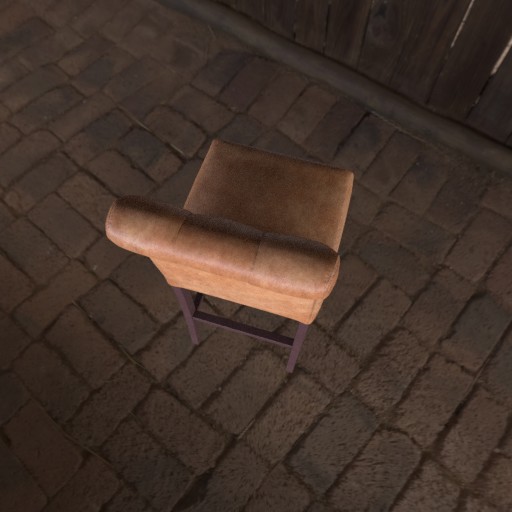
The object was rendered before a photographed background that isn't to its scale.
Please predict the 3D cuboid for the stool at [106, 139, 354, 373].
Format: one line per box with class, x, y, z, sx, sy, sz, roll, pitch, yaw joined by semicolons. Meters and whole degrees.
stool;0.000;0.000;1.447;0.493;1.140;0.601;15;65;7
